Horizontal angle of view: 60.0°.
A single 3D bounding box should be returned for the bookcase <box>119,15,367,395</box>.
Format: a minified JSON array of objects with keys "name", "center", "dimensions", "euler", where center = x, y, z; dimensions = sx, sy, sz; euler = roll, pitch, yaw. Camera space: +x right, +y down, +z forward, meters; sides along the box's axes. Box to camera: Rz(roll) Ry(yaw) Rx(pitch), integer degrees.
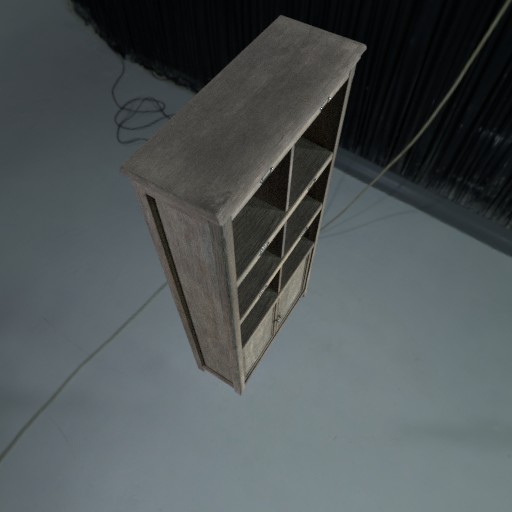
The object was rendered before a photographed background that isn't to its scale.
[{"name":"bookcase","center":[0.000,0.000,2.191],"dimensions":[0.348,1.880,0.906],"euler":[28,63,16]}]
